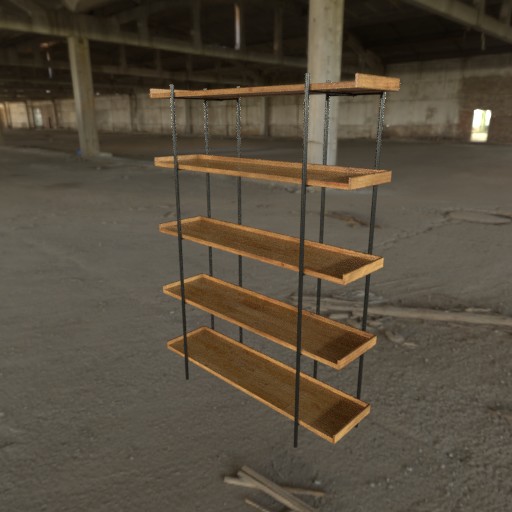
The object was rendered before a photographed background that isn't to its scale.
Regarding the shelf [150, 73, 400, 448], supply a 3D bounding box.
[{"bbox_3d":[0.000,0.000,2.490,1.371,1.826,0.379,16,23,41],"label":"shelf"}]
